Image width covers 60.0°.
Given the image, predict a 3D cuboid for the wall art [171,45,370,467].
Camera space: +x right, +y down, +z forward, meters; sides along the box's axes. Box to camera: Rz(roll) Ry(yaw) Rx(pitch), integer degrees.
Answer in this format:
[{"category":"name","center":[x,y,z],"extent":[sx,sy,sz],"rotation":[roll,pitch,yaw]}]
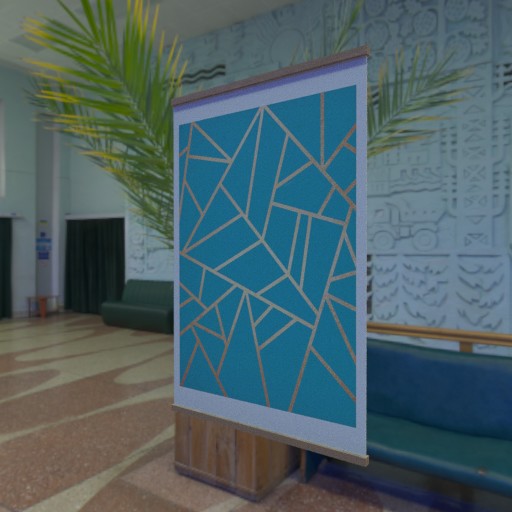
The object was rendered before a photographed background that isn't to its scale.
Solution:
[{"category":"wall art","center":[0.000,0.000,1.892],"extent":[0.990,1.519,0.030],"rotation":[0,1,35]}]
